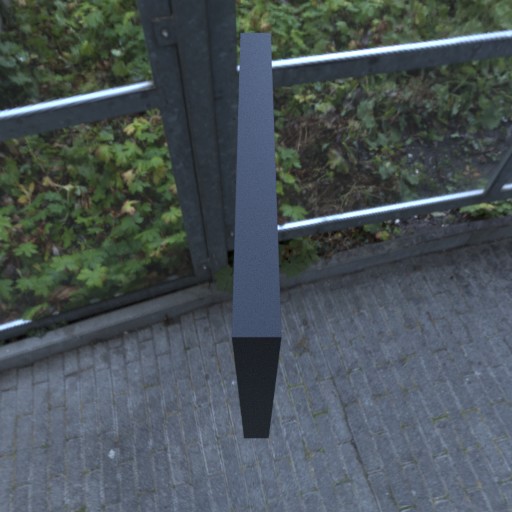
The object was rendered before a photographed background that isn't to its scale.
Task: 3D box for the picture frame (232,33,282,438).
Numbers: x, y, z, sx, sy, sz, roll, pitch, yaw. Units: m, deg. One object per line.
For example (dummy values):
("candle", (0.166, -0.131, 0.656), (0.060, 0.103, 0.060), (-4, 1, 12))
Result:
("picture frame", (0.000, 0.000, 0.484), (0.030, 0.317, 0.317), (0, 58, 0))
